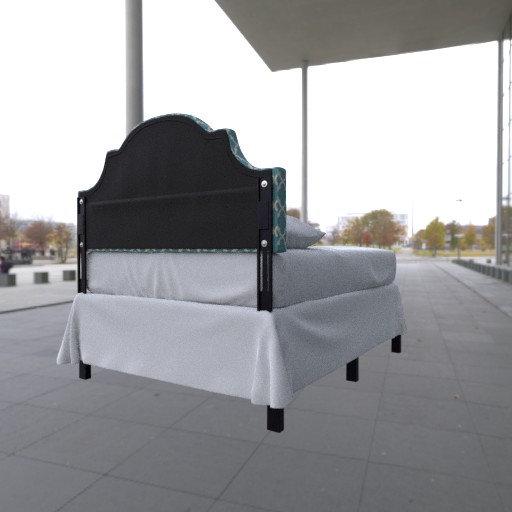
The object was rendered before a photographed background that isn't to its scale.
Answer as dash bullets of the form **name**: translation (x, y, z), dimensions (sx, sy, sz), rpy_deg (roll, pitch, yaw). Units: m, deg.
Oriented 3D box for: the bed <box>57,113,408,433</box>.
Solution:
- **bed**: translation (0.000, 0.000, 3.334), dimensions (1.780, 1.633, 2.222), rpy_deg (1, 1, 34)
